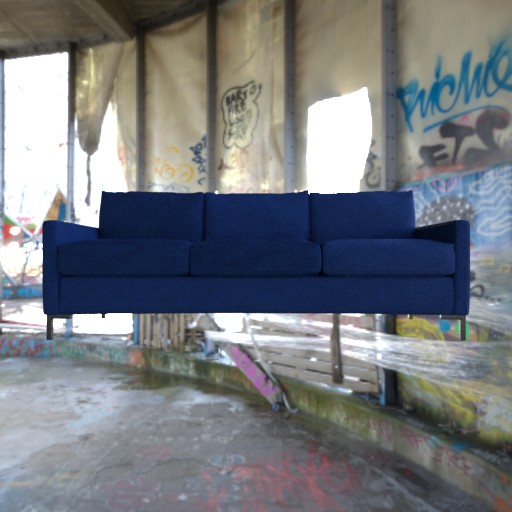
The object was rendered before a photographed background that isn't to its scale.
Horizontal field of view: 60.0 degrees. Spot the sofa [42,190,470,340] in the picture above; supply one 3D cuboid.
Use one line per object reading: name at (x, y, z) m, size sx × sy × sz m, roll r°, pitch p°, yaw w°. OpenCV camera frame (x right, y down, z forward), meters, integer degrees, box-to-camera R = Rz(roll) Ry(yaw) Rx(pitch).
sofa at (0.000, 0.000, 2.698) m, size 2.252 × 0.879 × 0.875 m, roll 0°, pitch 0°, yaw 0°
